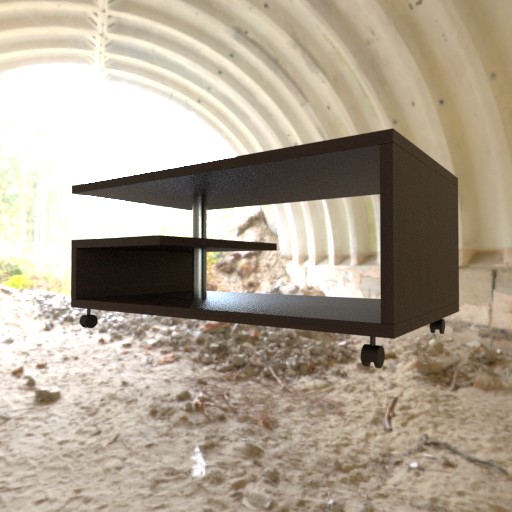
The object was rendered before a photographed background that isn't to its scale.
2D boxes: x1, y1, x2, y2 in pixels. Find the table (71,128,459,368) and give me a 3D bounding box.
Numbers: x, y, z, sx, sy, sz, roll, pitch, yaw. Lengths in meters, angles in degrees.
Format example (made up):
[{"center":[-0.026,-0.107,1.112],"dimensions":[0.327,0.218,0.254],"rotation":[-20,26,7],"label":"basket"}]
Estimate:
[{"center":[0.000,0.000,1.372],"dimensions":[1.050,0.460,0.590],"rotation":[-1,-1,35],"label":"table"}]
